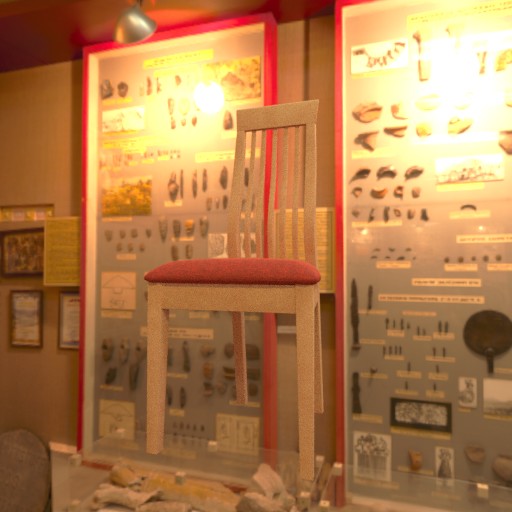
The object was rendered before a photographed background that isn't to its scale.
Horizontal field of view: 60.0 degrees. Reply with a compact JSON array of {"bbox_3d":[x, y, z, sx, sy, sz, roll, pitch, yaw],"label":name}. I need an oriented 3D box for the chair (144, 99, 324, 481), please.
[{"bbox_3d":[0.000,0.000,1.298,0.460,1.027,0.474,0,-1,20],"label":"chair"}]
